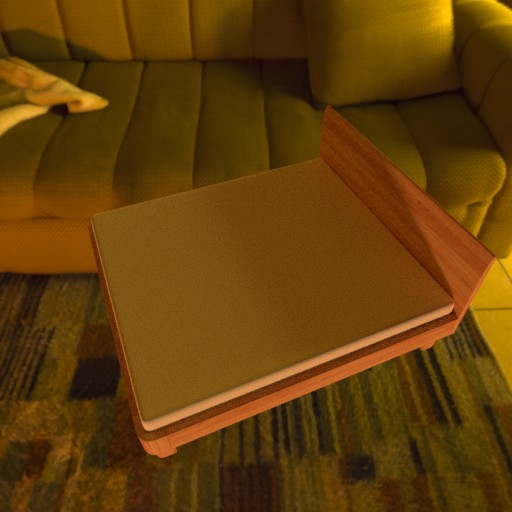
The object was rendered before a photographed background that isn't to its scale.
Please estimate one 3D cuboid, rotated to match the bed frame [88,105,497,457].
[{"bbox_3d":[0.000,0.000,3.089,2.092,0.940,1.872,-17,48,-16],"label":"bed frame"}]
